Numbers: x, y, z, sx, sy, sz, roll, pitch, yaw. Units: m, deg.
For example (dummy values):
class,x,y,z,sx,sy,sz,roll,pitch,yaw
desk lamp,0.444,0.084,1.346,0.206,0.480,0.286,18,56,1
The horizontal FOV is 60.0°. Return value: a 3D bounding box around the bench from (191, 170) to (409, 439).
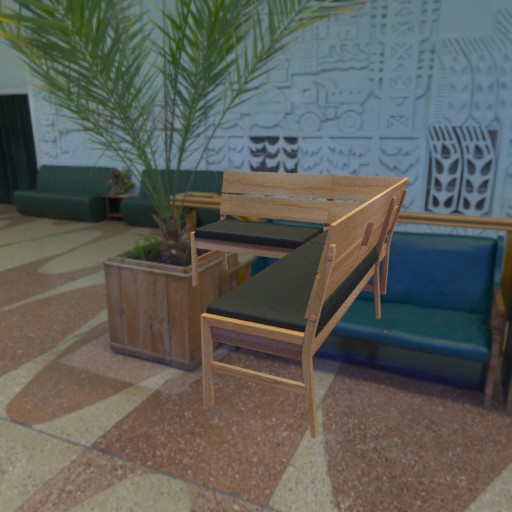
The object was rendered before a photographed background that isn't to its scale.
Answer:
class,x,y,z,sx,sy,sz,roll,pitch,yaw
bench,0.000,0.000,2.838,1.548,0.890,1.948,7,17,25
